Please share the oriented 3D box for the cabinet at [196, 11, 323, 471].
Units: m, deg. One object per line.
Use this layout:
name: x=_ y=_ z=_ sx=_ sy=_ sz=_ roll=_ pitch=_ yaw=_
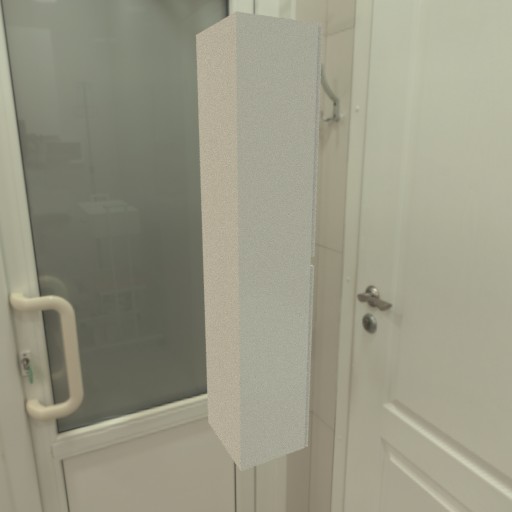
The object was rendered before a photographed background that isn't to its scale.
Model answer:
cabinet: x=0.000 y=0.000 z=1.504 sx=0.270 sy=1.400 sz=0.300 roll=-8 pitch=17 yaw=-26
